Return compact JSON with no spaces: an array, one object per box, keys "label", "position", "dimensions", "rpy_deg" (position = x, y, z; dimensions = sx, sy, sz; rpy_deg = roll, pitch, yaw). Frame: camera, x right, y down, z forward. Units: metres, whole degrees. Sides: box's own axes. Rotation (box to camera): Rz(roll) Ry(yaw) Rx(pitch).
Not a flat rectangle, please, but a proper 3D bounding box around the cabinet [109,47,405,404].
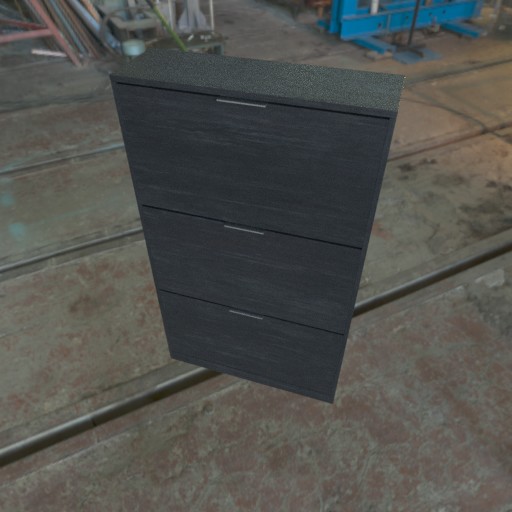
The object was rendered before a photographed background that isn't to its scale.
[{"label":"cabinet","position":[0.000,0.000,1.599],"dimensions":[0.750,1.280,0.250],"rpy_deg":[12,43,13]}]
